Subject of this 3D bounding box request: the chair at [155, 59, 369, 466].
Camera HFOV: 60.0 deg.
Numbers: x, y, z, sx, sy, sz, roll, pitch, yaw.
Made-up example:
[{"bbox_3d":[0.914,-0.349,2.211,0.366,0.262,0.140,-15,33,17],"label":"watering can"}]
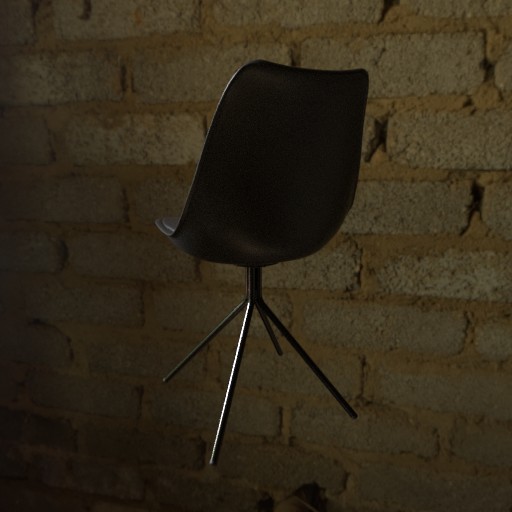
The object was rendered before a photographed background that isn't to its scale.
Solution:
[{"bbox_3d":[0.000,0.000,1.141,0.461,0.850,0.525,-7,16,-25],"label":"chair"}]
